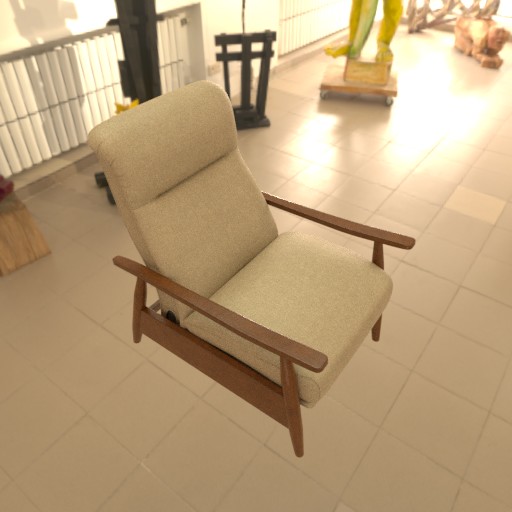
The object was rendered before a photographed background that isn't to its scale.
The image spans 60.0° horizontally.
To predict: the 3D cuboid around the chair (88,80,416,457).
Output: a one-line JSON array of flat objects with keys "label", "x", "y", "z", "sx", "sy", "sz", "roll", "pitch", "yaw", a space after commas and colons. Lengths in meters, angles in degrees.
[{"label": "chair", "x": 0.000, "y": 0.000, "z": 1.814, "sx": 1.030, "sy": 1.082, "sz": 0.762, "roll": 26, "pitch": 47, "yaw": 27}]
